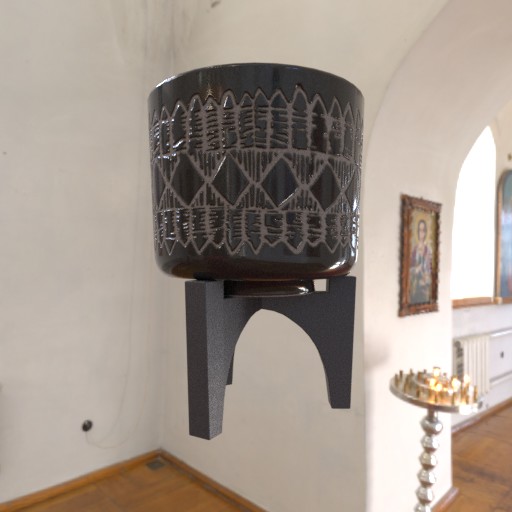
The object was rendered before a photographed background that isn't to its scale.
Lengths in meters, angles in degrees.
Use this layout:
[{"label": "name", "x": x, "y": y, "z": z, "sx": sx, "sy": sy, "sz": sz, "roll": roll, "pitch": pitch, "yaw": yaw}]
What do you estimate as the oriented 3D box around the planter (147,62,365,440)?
[{"label": "planter", "x": 0.000, "y": 0.000, "z": 0.527, "sx": 0.251, "sy": 0.355, "sz": 0.251, "roll": 0, "pitch": 0, "yaw": 1}]
